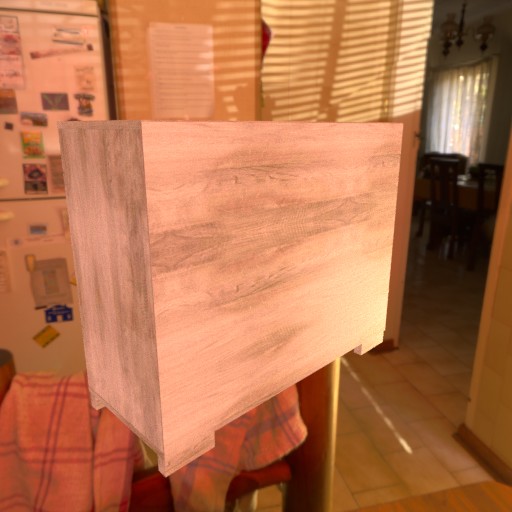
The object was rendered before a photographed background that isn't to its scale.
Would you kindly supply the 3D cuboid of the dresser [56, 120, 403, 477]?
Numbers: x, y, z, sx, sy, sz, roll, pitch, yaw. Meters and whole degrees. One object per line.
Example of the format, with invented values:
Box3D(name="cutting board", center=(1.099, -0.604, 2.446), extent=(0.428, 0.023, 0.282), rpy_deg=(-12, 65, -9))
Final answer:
Box3D(name="dresser", center=(0.000, 0.000, 1.410), extent=(0.994, 0.816, 0.404), rpy_deg=(-15, 22, -42))
